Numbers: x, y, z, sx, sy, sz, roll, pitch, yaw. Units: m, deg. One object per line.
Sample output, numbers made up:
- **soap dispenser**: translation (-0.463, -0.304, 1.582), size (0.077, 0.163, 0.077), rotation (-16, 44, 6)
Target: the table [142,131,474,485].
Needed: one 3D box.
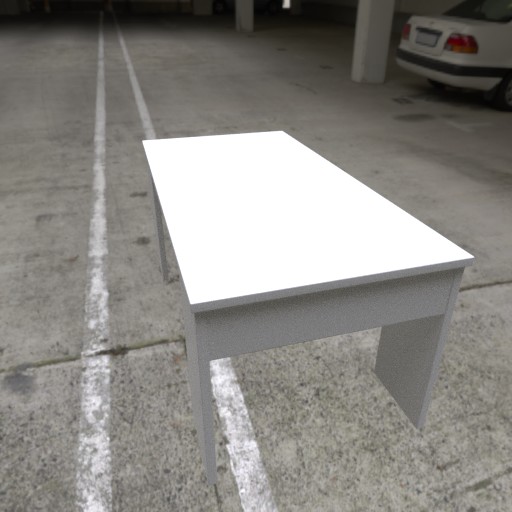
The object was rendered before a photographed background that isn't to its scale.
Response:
- **table**: translation (0.000, 0.000, 1.237), size (0.500, 0.440, 1.000), rotation (-8, 30, -15)
